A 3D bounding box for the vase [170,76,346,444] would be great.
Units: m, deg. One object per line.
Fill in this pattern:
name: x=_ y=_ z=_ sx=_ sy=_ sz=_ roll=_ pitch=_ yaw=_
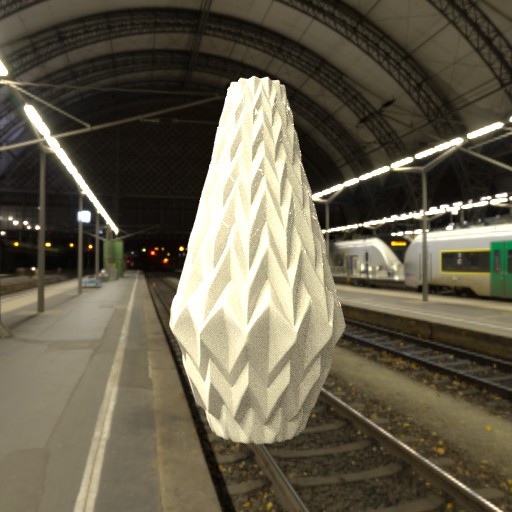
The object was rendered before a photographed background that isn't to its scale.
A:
vase: x=0.000 y=0.000 z=0.430 sx=0.167 sy=0.328 sz=0.167 roll=0 pitch=-1 yaw=0
